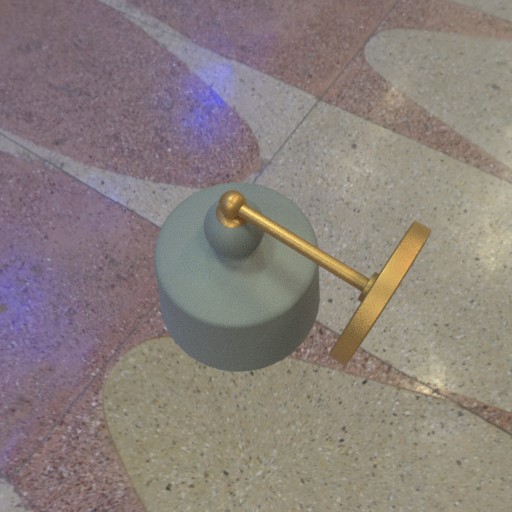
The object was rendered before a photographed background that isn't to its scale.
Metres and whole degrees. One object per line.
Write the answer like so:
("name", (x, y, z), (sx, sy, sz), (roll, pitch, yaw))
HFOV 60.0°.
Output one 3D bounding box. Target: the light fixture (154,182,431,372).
("light fixture", (0.000, 0.000, 0.445), (0.254, 0.268, 0.204), (33, 68, 15))
